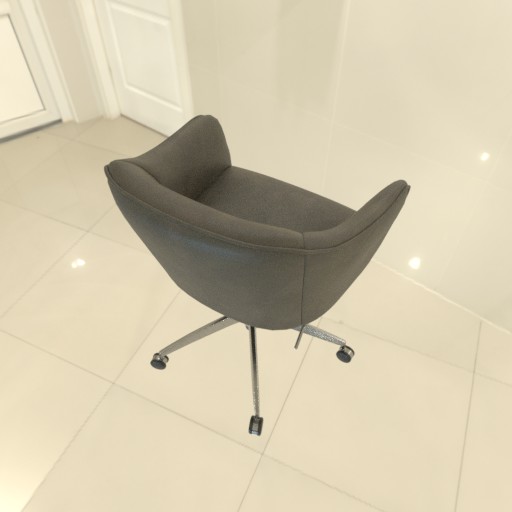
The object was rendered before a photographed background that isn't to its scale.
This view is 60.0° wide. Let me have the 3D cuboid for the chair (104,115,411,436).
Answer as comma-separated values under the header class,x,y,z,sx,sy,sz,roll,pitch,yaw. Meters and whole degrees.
class,x,y,z,sx,sy,sz,roll,pitch,yaw
chair,0.000,0.000,1.351,0.713,0.827,0.689,24,52,21
